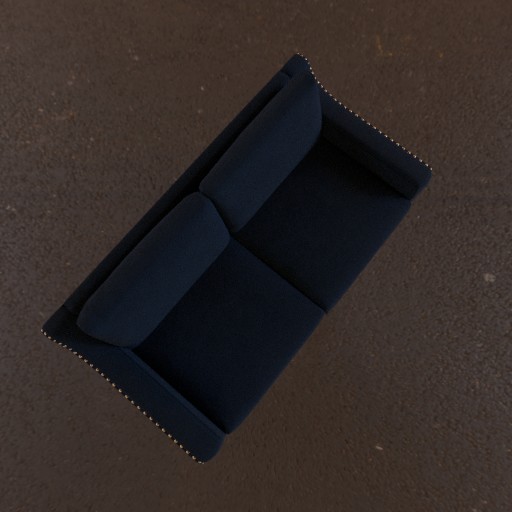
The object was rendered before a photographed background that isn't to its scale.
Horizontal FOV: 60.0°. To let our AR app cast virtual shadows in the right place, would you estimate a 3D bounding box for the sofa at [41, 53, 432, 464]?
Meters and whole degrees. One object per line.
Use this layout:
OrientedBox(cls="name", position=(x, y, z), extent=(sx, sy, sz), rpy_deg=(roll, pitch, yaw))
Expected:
OrientedBox(cls="sofa", position=(0.000, 0.000, 2.656), extent=(1.104, 0.983, 2.107), rpy_deg=(39, 79, 9))
